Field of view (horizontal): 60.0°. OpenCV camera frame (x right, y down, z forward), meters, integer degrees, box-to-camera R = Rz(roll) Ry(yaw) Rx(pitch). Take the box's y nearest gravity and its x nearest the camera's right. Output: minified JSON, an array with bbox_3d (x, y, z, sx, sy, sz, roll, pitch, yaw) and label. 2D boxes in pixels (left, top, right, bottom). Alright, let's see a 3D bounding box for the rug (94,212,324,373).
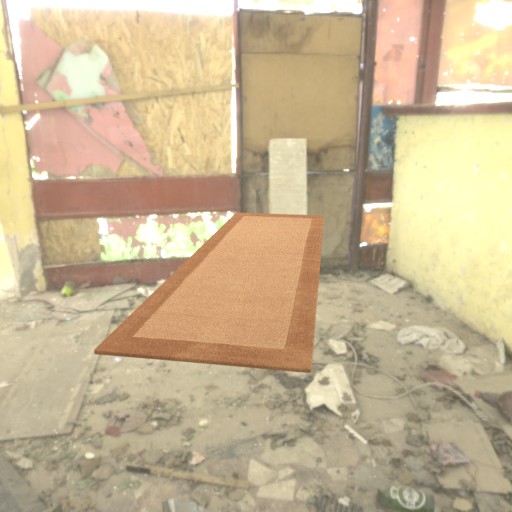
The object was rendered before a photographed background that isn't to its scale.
[{"bbox_3d":[0.000,0.000,2.644,0.764,0.017,2.439,3,17,9],"label":"rug"}]
